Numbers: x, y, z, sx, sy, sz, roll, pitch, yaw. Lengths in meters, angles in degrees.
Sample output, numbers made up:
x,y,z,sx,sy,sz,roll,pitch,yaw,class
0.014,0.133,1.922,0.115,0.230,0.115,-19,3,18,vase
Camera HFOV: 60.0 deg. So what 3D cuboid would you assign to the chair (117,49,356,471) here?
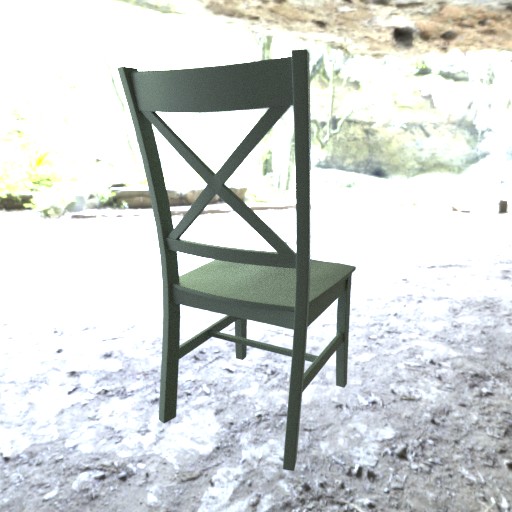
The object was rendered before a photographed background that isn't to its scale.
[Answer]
x,y,z,sx,sy,sz,roll,pitch,yaw,class
0.000,0.000,1.279,0.485,0.983,0.542,8,17,28,chair
